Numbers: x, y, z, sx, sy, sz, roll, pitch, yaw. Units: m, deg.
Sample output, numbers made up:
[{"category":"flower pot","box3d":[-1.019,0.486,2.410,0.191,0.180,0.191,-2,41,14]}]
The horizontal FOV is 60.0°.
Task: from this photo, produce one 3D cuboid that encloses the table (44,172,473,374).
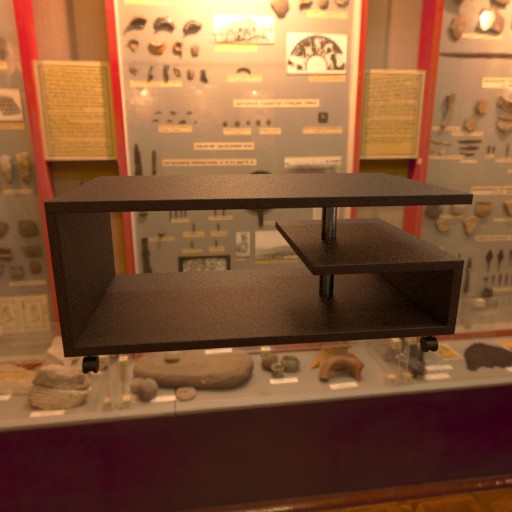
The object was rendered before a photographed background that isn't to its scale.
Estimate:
[{"category":"table","box3d":[0.000,0.000,1.417,1.050,0.460,0.590,-2,16,-7]}]
